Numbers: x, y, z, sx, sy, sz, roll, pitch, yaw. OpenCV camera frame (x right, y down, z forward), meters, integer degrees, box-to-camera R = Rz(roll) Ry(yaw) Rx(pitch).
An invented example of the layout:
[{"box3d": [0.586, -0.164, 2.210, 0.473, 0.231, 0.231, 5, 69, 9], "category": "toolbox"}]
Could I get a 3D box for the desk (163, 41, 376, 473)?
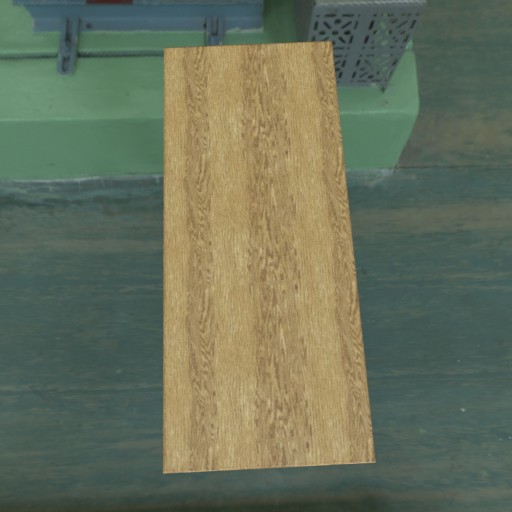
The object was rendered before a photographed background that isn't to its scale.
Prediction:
[{"box3d": [0.000, 0.000, 1.950, 0.685, 0.751, 1.567, -3, 76, -1], "category": "desk"}]
